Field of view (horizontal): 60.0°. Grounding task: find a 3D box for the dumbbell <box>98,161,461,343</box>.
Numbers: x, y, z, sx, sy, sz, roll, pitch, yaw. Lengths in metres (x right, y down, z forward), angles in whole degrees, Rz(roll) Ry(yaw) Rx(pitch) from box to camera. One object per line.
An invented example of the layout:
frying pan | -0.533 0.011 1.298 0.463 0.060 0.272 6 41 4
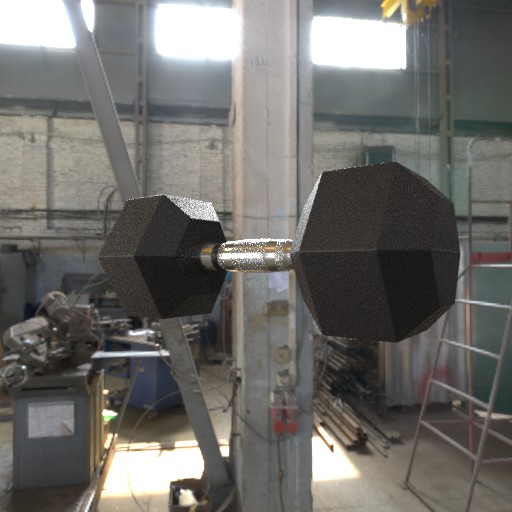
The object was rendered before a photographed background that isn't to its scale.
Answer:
dumbbell | 0.000 0.000 0.414 0.337 0.123 0.142 -1 -2 36
